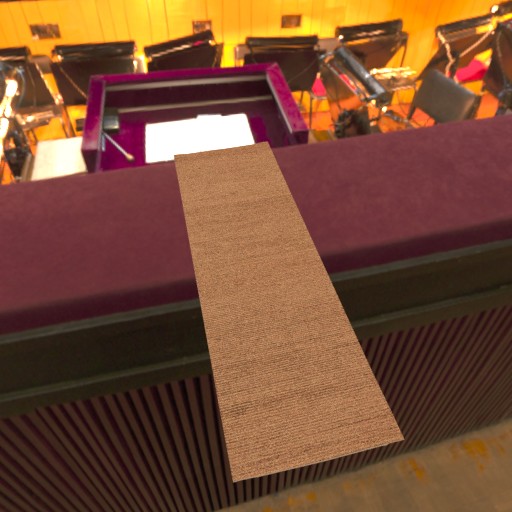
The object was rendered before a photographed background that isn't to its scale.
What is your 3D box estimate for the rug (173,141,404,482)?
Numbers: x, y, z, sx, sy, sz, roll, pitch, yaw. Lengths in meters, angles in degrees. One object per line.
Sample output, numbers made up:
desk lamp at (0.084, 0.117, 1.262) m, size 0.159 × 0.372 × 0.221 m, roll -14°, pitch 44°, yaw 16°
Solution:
rug at (0.000, 0.000, 2.617) m, size 0.741 × 0.014 × 2.390 m, roll -9°, pitch 47°, yaw -9°
